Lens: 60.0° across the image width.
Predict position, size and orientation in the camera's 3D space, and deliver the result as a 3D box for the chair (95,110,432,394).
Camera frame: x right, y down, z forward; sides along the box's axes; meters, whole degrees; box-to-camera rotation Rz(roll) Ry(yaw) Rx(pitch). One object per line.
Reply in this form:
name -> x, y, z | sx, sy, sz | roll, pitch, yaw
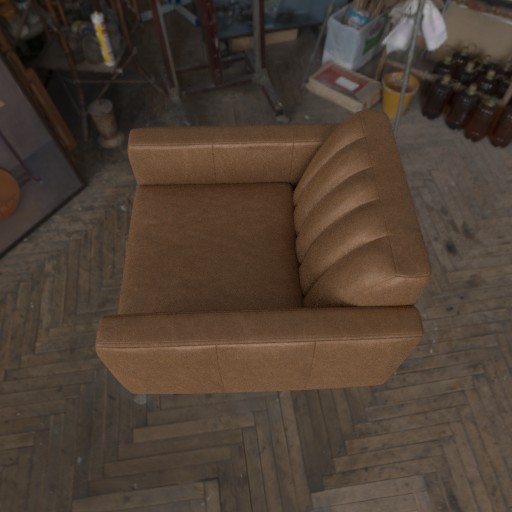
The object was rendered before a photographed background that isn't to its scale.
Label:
chair -> 0.000, 0.000, 1.707 | 0.998, 0.819, 0.953 | -2, 58, -1
